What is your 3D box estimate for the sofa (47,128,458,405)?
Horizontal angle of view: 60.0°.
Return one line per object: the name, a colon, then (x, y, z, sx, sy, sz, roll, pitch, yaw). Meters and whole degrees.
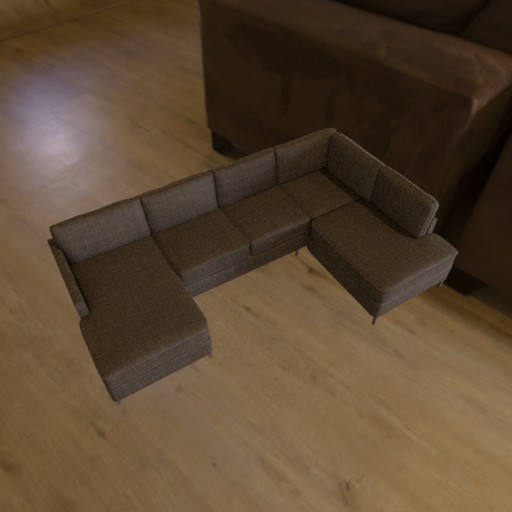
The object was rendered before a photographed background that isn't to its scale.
sofa: (0.000, 0.000, 4.322, 3.423, 0.999, 2.048, -24, 51, -21)
